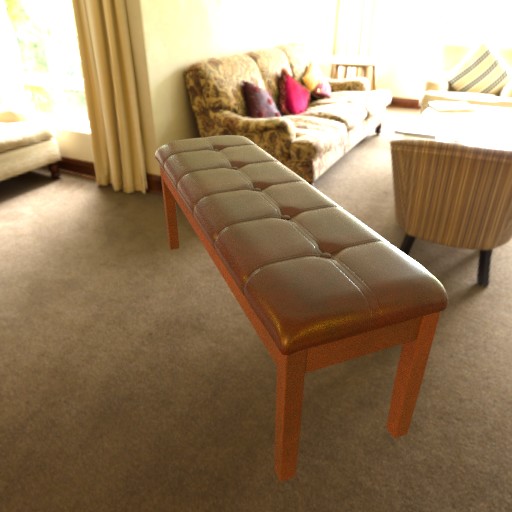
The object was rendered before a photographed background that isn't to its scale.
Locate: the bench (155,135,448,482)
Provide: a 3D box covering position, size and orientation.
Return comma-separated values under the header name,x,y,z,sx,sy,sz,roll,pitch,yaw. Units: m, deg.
name,x,y,z,sx,sy,sz,roll,pitch,yaw
bench,0.000,0.000,1.470,0.401,0.491,1.259,-12,32,-19
